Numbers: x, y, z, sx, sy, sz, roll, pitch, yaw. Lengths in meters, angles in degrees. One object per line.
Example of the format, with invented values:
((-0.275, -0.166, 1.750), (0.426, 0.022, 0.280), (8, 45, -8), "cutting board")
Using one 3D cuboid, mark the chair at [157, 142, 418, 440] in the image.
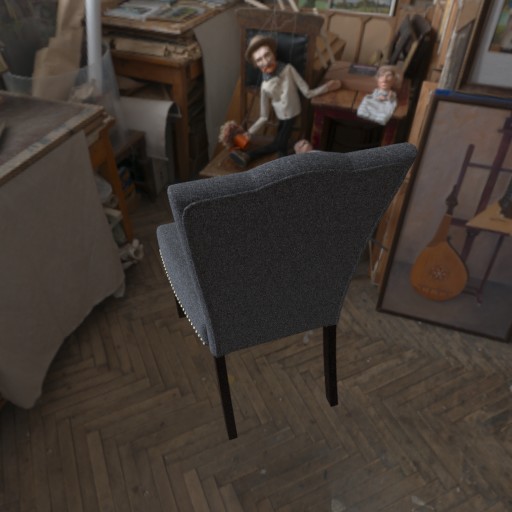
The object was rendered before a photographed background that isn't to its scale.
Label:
((0.000, 0.000, 1.299), (0.518, 0.946, 0.589), (-13, 45, -14), "chair")
